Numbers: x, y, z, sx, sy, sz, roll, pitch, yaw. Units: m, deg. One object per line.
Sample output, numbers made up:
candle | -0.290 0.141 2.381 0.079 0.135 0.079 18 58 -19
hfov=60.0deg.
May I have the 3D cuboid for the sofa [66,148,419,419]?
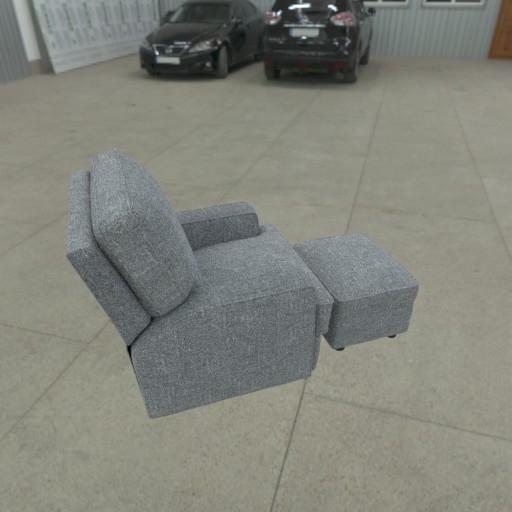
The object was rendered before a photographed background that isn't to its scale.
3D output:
sofa | 0.000 0.000 2.033 1.472 0.959 0.861 -10 32 -16
